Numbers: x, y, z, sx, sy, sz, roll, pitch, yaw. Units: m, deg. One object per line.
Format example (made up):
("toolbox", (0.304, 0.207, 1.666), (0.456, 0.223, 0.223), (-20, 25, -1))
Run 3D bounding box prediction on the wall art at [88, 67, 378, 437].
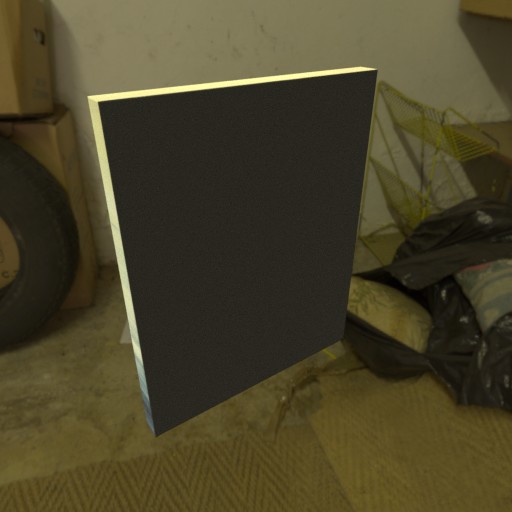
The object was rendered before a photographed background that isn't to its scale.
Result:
("wall art", (0.000, 0.000, 0.817), (0.489, 0.608, 0.040), (-19, 35, -30))
